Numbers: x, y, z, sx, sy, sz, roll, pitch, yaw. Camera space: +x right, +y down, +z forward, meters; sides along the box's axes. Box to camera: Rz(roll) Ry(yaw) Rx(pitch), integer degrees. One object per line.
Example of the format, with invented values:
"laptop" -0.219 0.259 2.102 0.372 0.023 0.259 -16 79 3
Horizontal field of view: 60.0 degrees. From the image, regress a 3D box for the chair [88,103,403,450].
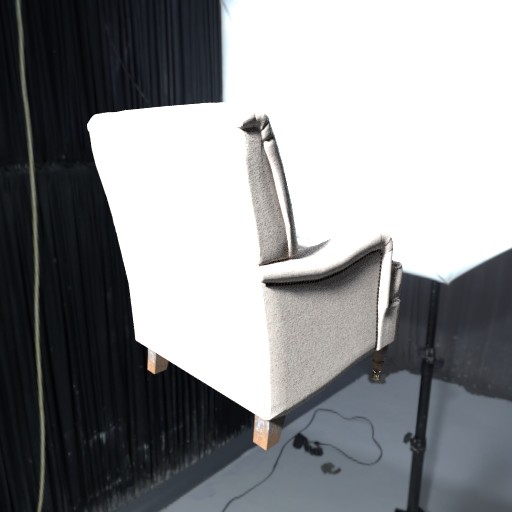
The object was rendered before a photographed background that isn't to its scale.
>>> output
"chair" 0.000 0.000 1.798 0.953 1.119 0.879 -14 20 -42
